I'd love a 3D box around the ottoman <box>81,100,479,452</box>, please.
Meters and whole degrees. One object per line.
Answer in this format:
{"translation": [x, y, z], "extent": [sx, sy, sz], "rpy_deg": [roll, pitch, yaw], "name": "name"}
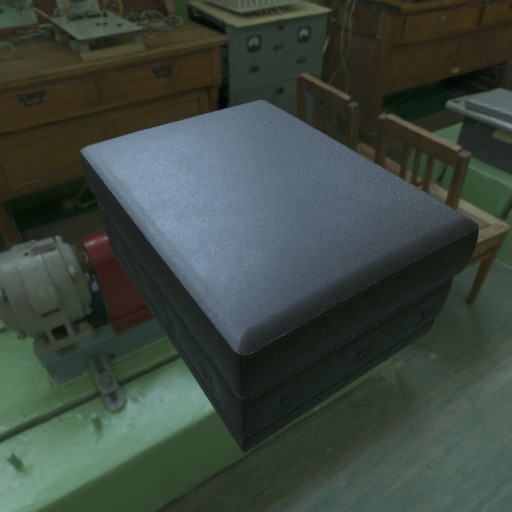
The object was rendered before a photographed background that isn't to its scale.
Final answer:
{"translation": [0.000, 0.000, 1.153], "extent": [0.590, 0.498, 0.795], "rpy_deg": [-24, 47, -25], "name": "ottoman"}
